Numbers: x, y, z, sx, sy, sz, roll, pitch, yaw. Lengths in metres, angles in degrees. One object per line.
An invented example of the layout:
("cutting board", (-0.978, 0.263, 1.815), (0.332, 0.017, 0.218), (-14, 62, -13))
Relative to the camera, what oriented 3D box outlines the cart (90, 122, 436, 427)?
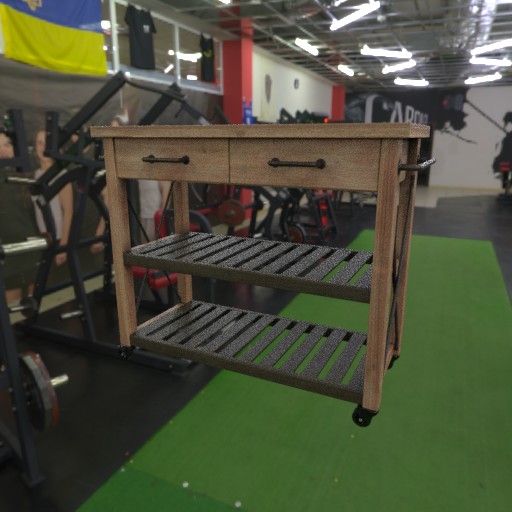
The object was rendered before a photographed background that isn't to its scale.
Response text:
("cart", (0.000, 0.000, 0.986), (0.686, 0.554, 0.298), (7, 17, 25))
